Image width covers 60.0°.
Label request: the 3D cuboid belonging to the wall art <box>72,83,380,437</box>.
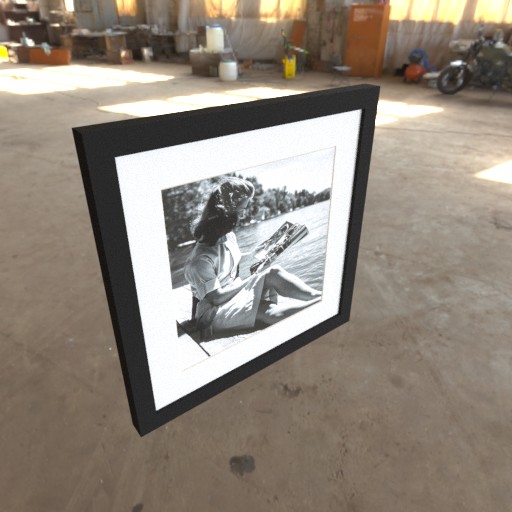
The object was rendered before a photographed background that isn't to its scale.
[{"bbox_3d":[0.000,0.000,0.688,0.462,0.458,0.030,-21,36,-32],"label":"wall art"}]
